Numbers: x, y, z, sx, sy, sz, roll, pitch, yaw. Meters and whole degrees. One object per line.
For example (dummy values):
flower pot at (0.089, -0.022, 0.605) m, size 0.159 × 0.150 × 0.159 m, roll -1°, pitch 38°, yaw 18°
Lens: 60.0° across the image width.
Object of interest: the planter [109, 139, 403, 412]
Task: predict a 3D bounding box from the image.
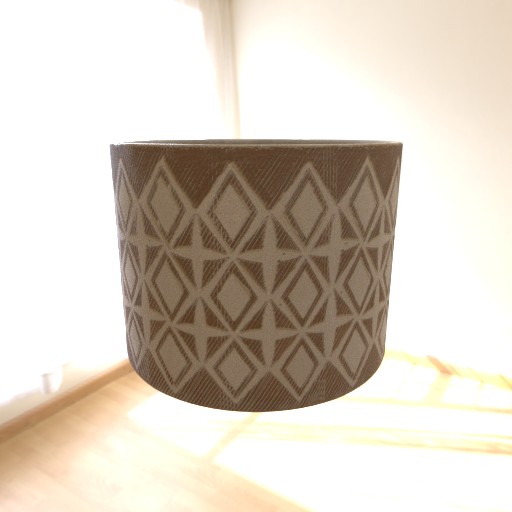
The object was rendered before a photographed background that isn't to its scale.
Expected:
planter at (0.000, 0.000, 0.327) m, size 0.193 × 0.165 × 0.193 m, roll 0°, pitch 16°, yaw 0°
